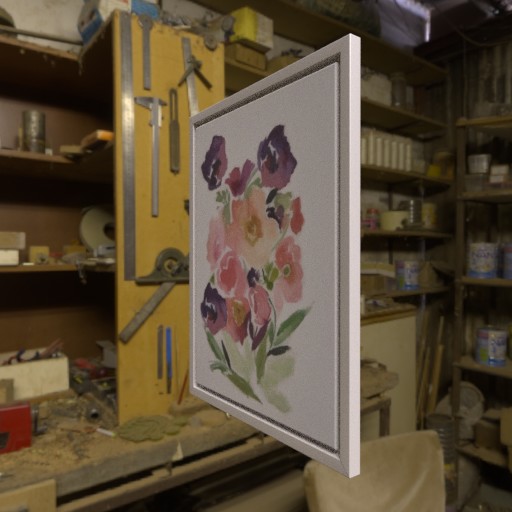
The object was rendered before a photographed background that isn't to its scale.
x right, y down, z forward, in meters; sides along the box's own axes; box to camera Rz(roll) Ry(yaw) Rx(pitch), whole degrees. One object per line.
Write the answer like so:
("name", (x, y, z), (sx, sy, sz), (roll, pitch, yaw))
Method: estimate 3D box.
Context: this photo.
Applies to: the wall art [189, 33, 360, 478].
("wall art", (0.000, 0.000, 1.386), (0.042, 1.056, 0.805), (0, 0, -36))
